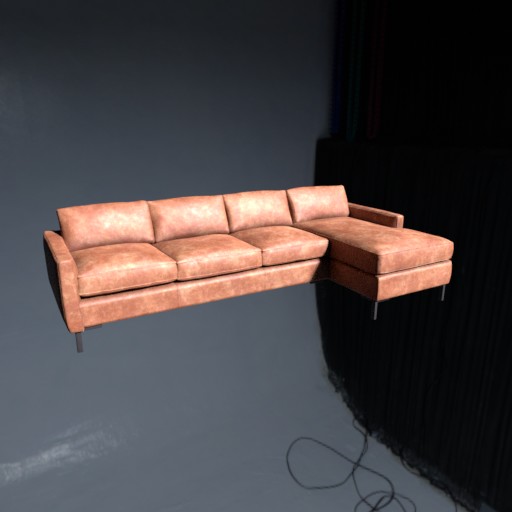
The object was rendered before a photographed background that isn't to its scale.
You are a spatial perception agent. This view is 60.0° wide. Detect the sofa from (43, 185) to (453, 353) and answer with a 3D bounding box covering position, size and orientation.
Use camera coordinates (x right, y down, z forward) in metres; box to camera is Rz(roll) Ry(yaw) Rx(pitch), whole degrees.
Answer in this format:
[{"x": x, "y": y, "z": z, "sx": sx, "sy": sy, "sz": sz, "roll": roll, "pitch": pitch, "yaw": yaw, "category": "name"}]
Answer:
[{"x": 0.000, "y": 0.000, "z": 3.579, "sx": 2.993, "sy": 0.859, "sz": 1.471, "roll": -9, "pitch": 19, "yaw": -28, "category": "sofa"}]
